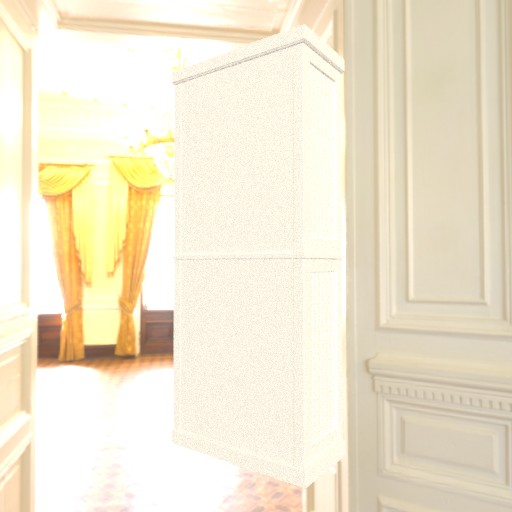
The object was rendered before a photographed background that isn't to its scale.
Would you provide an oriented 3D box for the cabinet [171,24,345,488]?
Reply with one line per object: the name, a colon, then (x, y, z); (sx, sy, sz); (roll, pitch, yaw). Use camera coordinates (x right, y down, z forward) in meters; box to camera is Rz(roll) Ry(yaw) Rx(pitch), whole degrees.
cabinet: (0.000, 0.000, 2.119); (0.754, 1.829, 0.390); (-1, -1, 35)
